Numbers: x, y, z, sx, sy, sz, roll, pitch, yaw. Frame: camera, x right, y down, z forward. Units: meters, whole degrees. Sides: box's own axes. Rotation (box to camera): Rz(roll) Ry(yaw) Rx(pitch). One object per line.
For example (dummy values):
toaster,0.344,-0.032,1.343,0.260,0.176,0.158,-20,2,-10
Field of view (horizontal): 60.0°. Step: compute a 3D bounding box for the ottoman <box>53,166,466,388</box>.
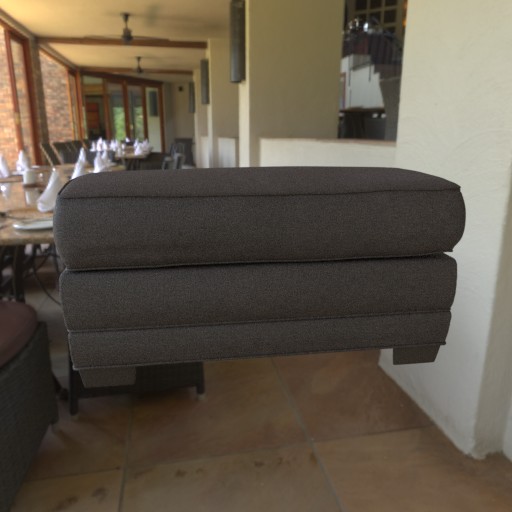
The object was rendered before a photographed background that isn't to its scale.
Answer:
ottoman,0.000,0.000,1.142,0.864,0.448,0.490,-2,15,-8
